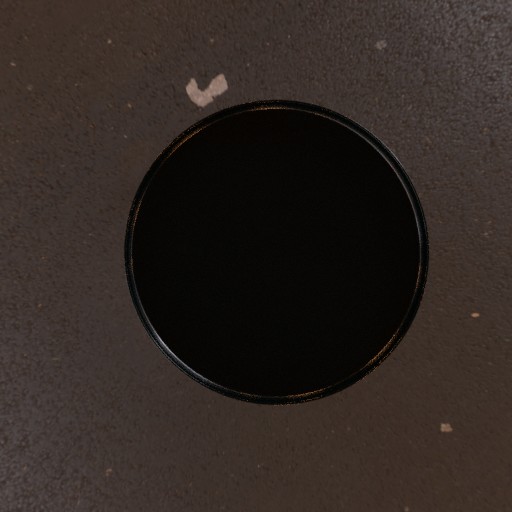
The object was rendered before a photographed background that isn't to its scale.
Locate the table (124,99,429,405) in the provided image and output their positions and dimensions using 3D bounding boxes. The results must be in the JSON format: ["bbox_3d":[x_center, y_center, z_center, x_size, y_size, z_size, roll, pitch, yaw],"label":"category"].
[{"bbox_3d":[0.000,0.000,0.807,0.415,0.548,0.403,0,90,0],"label":"table"}]
